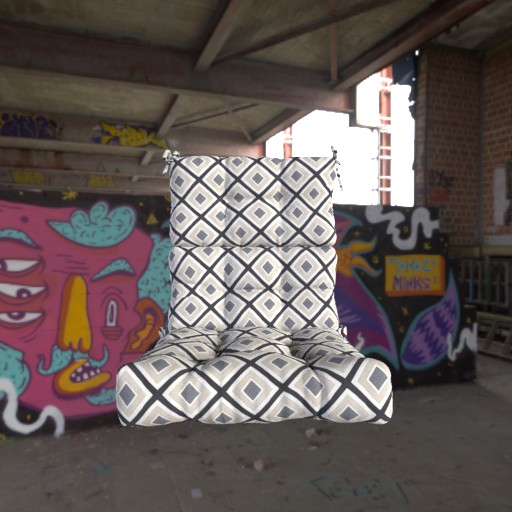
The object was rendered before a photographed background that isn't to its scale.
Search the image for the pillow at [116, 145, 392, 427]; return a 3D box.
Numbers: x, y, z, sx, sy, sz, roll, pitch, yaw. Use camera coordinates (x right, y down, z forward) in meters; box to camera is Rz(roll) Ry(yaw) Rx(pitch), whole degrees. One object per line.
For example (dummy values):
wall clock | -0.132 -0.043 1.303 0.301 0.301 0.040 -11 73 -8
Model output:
pillow | 0.000 0.000 1.016 0.519 0.605 0.571 0 0 0
